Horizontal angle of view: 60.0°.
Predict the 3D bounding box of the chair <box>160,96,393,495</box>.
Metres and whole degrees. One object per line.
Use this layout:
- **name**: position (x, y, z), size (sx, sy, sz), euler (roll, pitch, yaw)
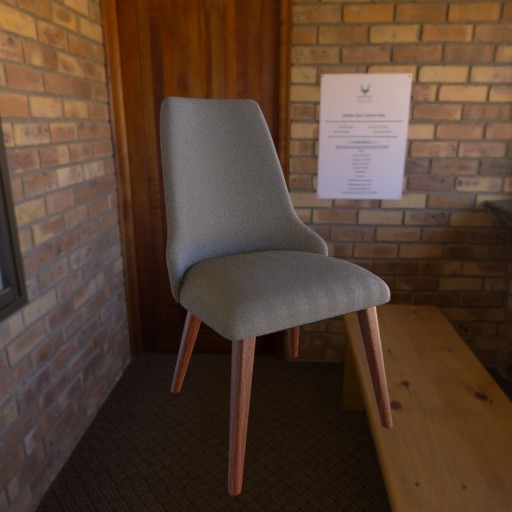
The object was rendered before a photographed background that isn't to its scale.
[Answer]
- **chair**: position (0.000, 0.000, 1.318), size (0.535, 0.918, 0.707), euler (-9, 19, -27)
